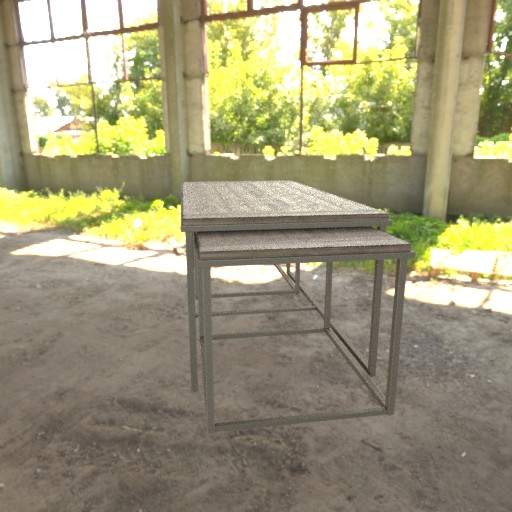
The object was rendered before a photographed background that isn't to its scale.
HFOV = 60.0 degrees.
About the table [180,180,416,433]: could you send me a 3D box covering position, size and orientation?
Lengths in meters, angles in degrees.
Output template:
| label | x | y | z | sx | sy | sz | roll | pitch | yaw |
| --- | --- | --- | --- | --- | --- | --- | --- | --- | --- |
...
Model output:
| label | x | y | z | sx | sy | sz | roll | pitch | yaw |
| --- | --- | --- | --- | --- | --- | --- | --- | --- | --- |
| table | 0.000 | 0.000 | 1.514 | 0.489 | 0.427 | 1.312 | -2 | 14 | -9 |
